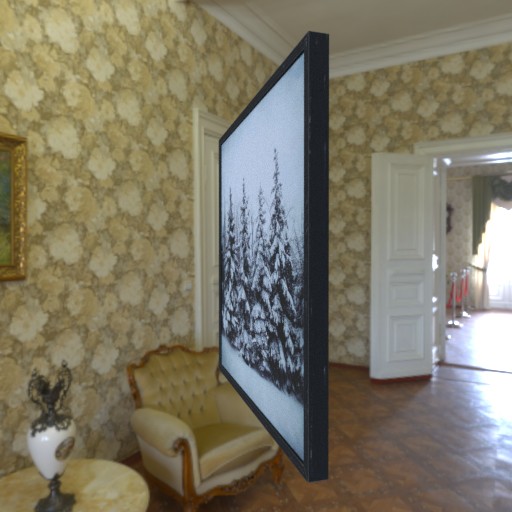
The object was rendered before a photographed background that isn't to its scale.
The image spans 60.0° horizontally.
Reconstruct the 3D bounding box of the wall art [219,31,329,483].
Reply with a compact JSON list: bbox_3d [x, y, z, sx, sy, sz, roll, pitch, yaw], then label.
[{"bbox_3d":[0.000,0.000,1.115,0.037,0.761,0.761,0,1,-16],"label":"wall art"}]
